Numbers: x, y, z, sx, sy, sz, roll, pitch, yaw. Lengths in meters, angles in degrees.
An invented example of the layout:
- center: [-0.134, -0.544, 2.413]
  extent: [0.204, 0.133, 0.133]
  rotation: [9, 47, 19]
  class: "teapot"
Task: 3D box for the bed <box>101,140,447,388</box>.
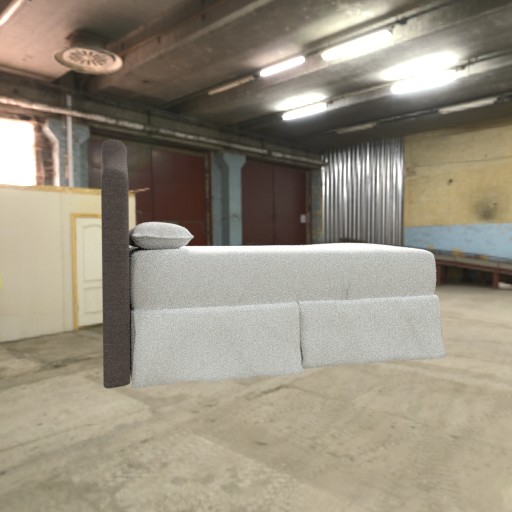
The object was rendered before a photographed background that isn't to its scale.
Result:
- center: [0.000, 0.000, 3.259]
  extent: [2.116, 1.290, 1.693]
  rotation: [-1, 2, -18]
  class: "bed"
